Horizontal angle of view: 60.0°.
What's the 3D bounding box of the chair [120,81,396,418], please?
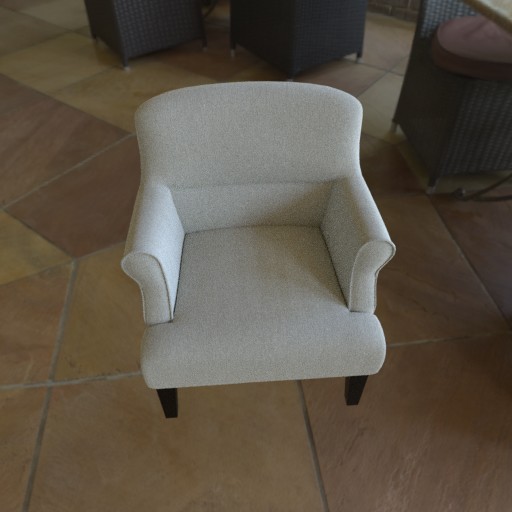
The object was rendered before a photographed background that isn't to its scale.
[{"bbox_3d":[0.000,0.000,1.483,0.781,0.875,0.750,-3,46,-3],"label":"chair"}]
